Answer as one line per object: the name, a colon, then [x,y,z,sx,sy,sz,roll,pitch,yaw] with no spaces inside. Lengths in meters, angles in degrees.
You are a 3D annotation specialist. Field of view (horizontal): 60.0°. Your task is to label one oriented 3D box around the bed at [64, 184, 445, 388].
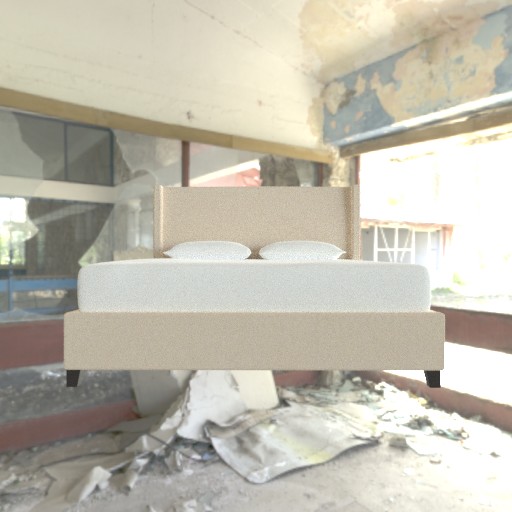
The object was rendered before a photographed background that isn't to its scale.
bed: [0.000,0.000,3.616,2.145,1.471,2.293,0,0,0]
